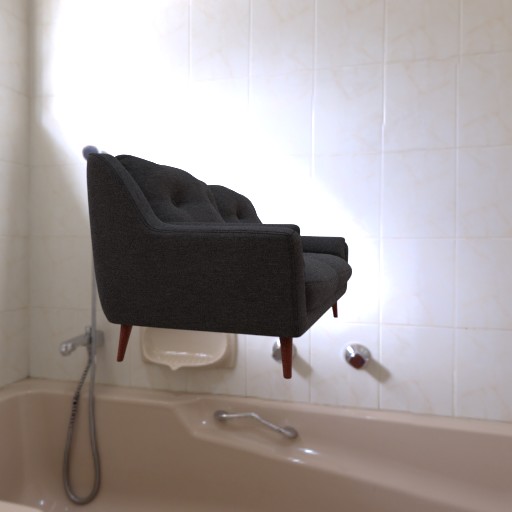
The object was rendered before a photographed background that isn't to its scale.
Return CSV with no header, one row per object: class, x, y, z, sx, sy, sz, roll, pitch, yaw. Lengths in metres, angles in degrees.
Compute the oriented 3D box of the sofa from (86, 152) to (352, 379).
sofa,0.000,0.000,2.517,0.975,0.896,1.929,0,1,17
